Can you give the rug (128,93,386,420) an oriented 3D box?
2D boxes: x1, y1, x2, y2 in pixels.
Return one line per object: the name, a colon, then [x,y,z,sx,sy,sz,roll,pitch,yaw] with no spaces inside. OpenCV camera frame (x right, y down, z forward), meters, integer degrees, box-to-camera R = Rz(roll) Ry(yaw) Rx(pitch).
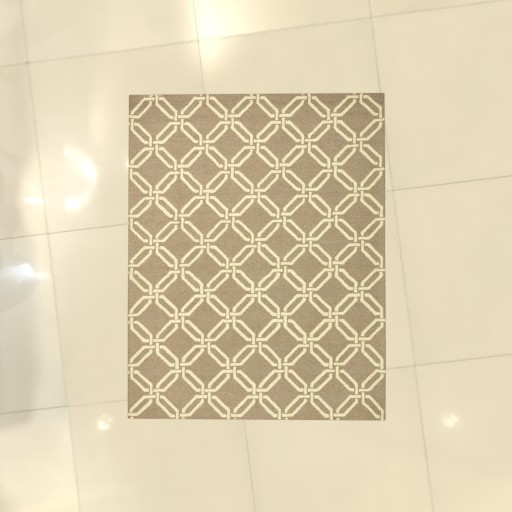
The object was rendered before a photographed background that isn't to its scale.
rug: [0.000,0.000,3.941,2.288,0.018,2.895,0,89,1]
